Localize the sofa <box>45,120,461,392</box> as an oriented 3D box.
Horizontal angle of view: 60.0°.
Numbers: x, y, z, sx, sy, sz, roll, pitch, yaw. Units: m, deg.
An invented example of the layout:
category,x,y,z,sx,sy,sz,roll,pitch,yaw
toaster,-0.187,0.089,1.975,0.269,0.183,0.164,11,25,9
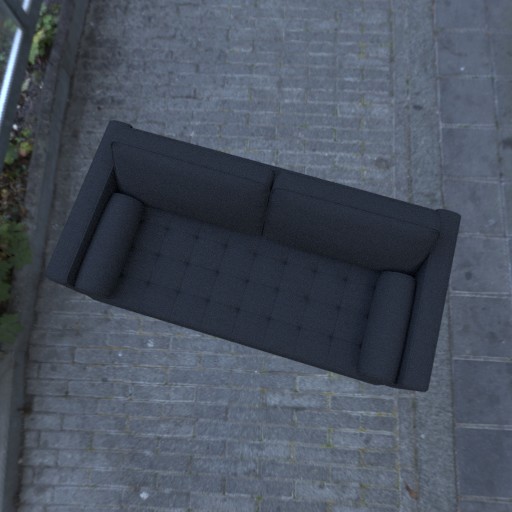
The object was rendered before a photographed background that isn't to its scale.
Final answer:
category,x,y,z,sx,sy,sz,roll,pitch,yaw
sofa,0.000,0.000,2.338,1.875,0.759,0.914,16,76,4
